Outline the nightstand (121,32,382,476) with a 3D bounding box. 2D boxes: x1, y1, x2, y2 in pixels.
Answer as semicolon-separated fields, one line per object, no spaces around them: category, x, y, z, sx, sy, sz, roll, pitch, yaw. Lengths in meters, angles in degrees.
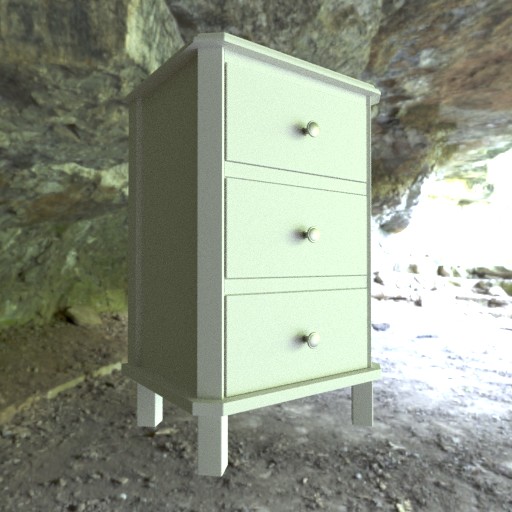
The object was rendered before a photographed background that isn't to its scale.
nightstand;0.000;0.000;0.906;0.435;0.681;0.351;1;-1;-36
